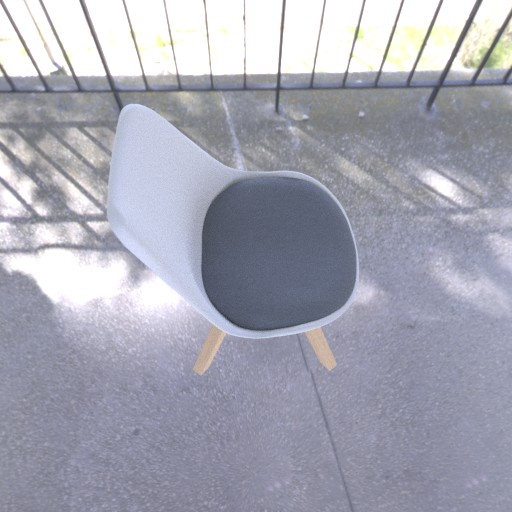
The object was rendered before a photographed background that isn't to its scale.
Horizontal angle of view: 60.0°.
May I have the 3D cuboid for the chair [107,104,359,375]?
[{"bbox_3d":[0.000,0.000,1.200,0.550,0.850,0.485,-2,64,-1],"label":"chair"}]
